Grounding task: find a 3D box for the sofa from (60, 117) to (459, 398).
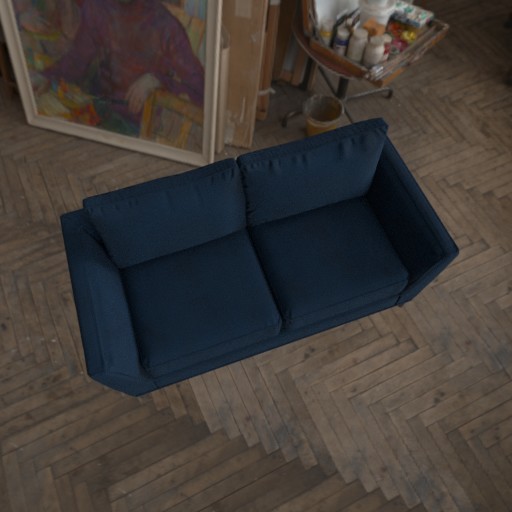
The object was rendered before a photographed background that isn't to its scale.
[{"bbox_3d":[0.000,0.000,2.356,1.770,1.002,0.853,-18,65,-9],"label":"sofa"}]
